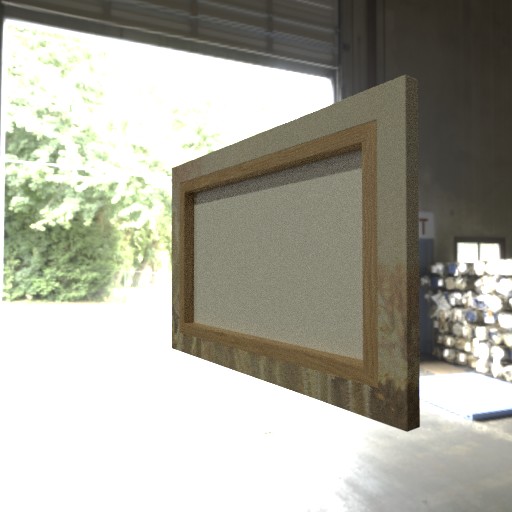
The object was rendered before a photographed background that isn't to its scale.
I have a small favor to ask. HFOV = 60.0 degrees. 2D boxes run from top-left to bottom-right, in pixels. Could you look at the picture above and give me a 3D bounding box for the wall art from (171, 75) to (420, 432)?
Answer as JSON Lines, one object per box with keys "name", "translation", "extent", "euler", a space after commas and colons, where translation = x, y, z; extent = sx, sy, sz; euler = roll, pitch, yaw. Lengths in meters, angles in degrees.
{"name": "wall art", "translation": [0.000, 0.000, 1.133], "extent": [0.040, 0.608, 0.916], "euler": [1, -1, -36]}
